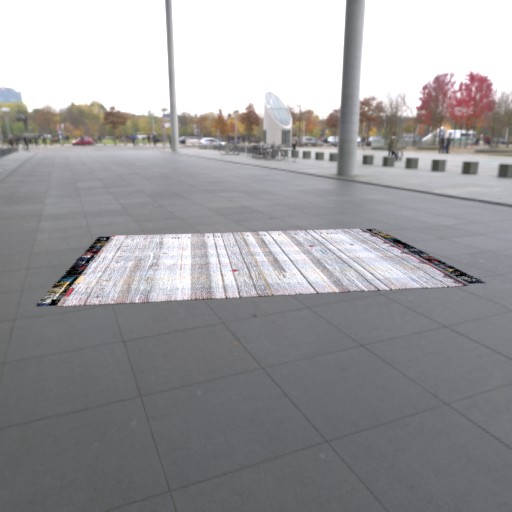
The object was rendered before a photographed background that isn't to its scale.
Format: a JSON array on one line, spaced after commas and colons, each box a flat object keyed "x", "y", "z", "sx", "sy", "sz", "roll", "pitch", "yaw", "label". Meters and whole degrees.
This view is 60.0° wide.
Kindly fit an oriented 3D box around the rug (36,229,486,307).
[{"x": 0.000, "y": 0.000, "z": 2.332, "sx": 1.848, "sy": 0.012, "sz": 1.217, "roll": -2, "pitch": 15, "yaw": -8, "label": "rug"}]
